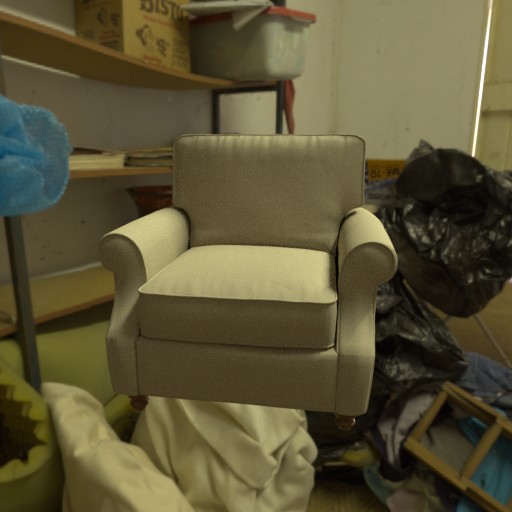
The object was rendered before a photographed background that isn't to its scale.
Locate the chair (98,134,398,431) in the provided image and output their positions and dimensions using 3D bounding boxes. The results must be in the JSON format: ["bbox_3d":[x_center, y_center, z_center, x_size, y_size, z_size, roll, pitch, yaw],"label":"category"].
[{"bbox_3d":[0.000,0.000,1.804,1.029,0.967,0.966,2,15,9],"label":"chair"}]
